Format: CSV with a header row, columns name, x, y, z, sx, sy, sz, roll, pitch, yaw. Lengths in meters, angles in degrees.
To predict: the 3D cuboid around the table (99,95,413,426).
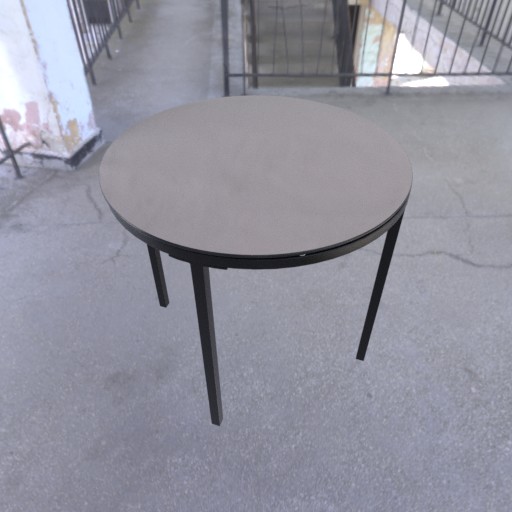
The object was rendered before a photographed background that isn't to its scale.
name,x,y,z,sx,sy,sz,roll,pitch,yaw
table,0.000,0.000,0.874,0.499,0.443,0.499,0,42,0
